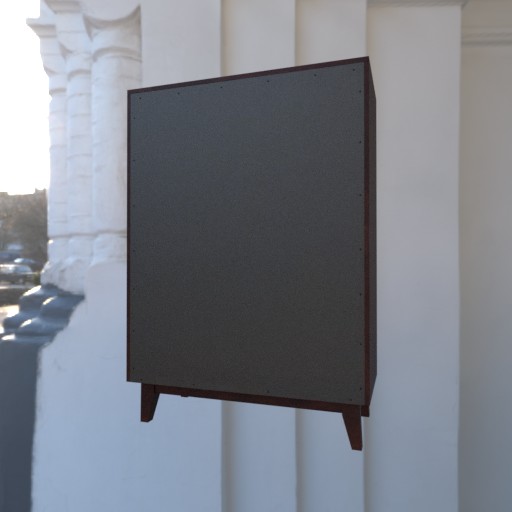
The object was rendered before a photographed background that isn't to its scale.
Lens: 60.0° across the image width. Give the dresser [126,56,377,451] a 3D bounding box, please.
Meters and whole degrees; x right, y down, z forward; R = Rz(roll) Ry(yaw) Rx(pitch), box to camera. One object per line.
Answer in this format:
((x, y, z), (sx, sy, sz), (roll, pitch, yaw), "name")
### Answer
((0.000, 0.000, 2.087), (1.072, 1.514, 0.506), (0, -1, 18), "dresser")
